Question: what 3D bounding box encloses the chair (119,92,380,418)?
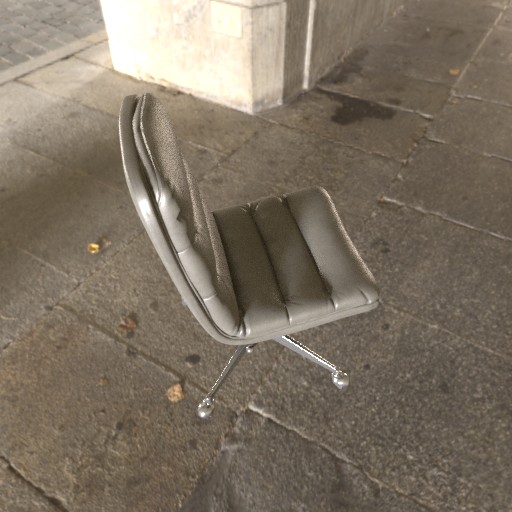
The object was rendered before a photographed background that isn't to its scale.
[{"bbox_3d":[0.000,0.000,1.060,0.485,0.738,0.422,-10,47,-9],"label":"chair"}]
